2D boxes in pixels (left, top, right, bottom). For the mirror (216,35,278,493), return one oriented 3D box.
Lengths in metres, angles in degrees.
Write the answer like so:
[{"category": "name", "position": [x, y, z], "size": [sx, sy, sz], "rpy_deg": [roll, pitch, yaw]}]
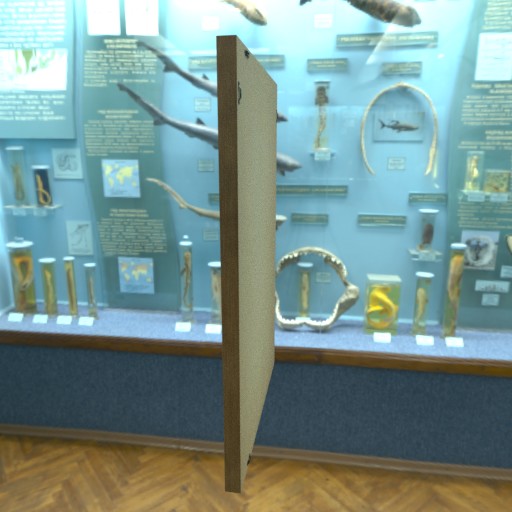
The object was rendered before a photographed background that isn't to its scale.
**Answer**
[{"category": "mirror", "position": [0.000, 0.000, 1.149], "size": [0.040, 0.915, 0.609], "rpy_deg": [2, 14, 9]}]
